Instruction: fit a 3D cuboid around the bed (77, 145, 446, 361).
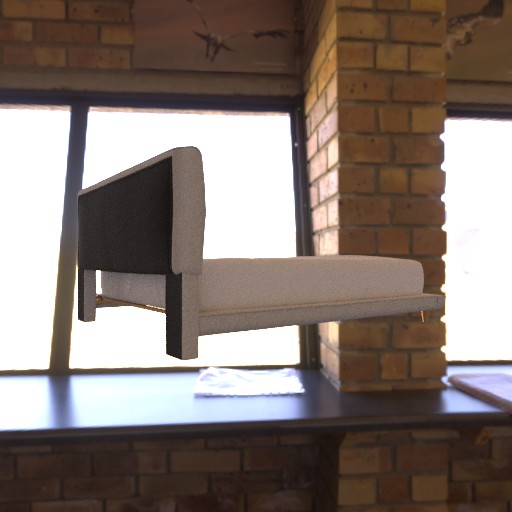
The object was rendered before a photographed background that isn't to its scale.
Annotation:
[{"bbox_3d":[0.000,0.000,3.750,2.498,1.126,1.980,0,-1,-37],"label":"bed"}]
